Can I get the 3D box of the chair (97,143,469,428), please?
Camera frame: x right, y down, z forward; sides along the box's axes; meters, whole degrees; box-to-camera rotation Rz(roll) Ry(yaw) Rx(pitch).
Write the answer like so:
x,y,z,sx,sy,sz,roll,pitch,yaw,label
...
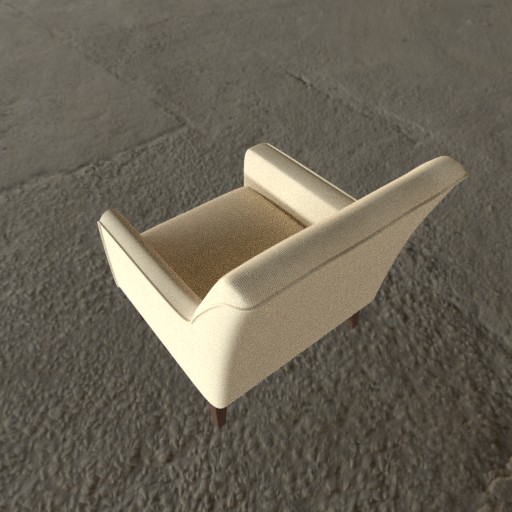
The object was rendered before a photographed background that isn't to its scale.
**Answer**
x,y,z,sx,sy,sz,roll,pitch,yaw,label
0.000,0.000,1.568,0.780,0.919,0.899,-29,52,-26,chair
